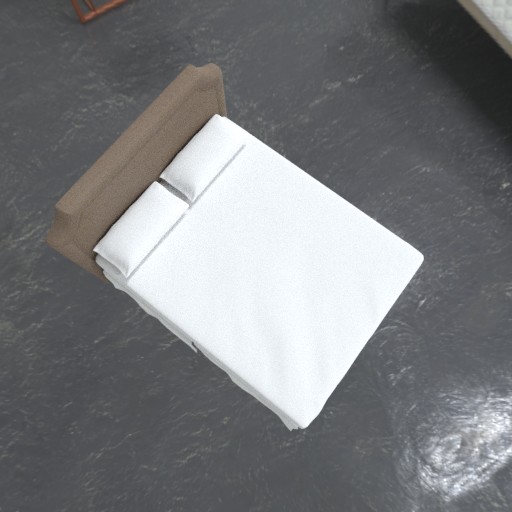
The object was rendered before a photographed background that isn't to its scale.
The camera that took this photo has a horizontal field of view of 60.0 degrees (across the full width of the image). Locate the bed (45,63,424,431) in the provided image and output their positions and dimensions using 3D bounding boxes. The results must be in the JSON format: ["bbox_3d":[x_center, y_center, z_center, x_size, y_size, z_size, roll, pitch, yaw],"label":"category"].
[{"bbox_3d":[0.000,0.000,3.231,2.116,1.290,1.693,37,78,9],"label":"bed"}]
